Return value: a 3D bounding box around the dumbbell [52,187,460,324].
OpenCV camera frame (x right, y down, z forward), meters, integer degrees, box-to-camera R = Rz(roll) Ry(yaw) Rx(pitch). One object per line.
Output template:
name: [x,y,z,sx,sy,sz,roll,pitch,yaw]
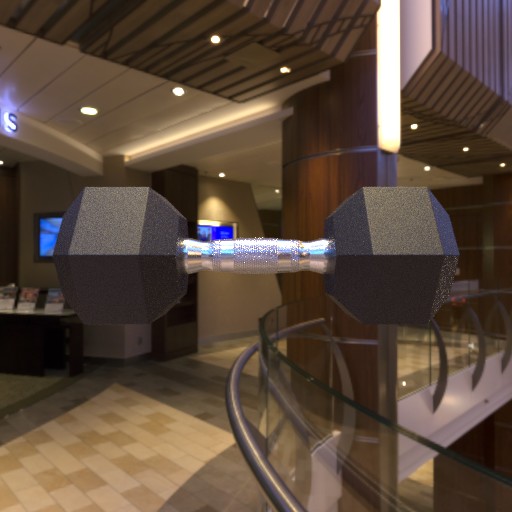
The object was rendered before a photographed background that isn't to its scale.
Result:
dumbbell: [0.000,0.000,0.430,0.356,0.123,0.141,0,-1,0]
